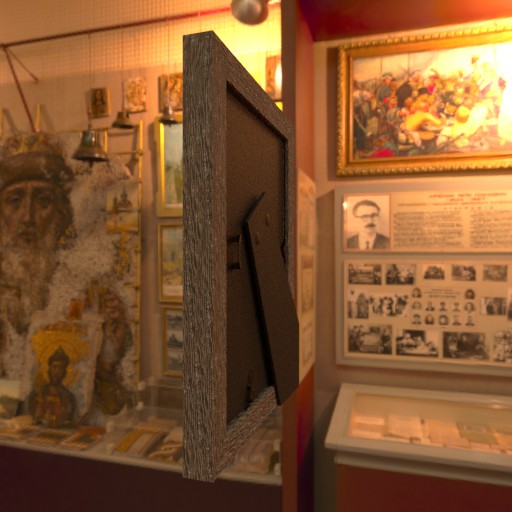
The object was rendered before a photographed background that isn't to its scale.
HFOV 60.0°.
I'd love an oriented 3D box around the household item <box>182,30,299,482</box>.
[{"bbox_3d":[0.000,0.000,0.283,0.020,0.210,0.160,0,0,18],"label":"household item"}]
